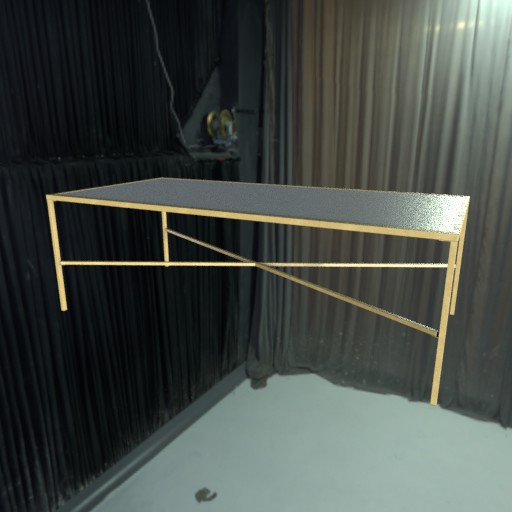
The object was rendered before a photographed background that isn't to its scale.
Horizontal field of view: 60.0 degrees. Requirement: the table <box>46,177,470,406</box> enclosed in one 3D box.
[{"bbox_3d":[0.000,0.000,1.454,1.206,0.398,0.580,8,18,26],"label":"table"}]
